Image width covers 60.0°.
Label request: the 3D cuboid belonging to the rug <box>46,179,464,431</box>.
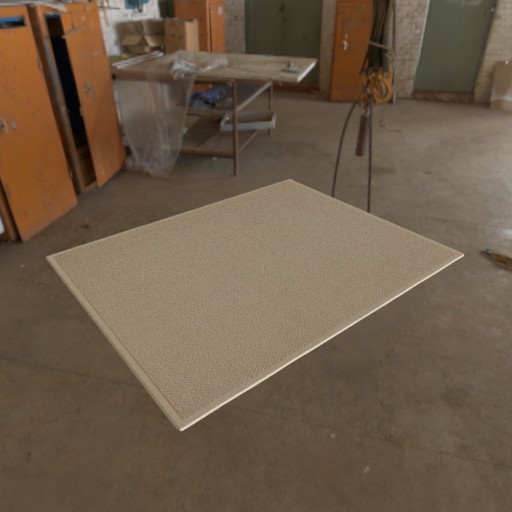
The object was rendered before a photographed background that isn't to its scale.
[{"bbox_3d":[0.000,0.000,4.097,3.051,0.020,2.407,-23,38,-32],"label":"rug"}]
